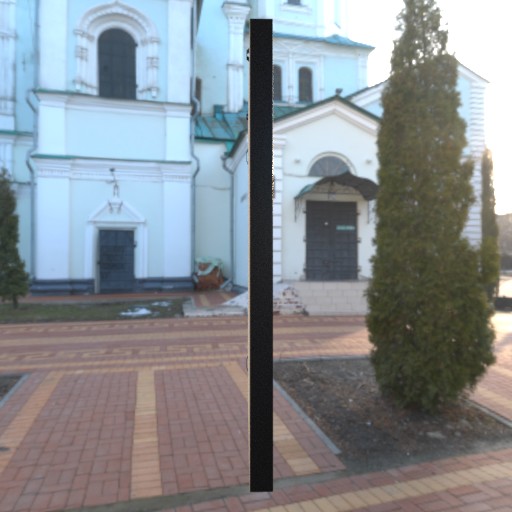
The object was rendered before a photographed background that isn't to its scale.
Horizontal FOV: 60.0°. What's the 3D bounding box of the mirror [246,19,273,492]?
[{"bbox_3d":[0.000,0.000,0.918,0.040,0.710,0.507,0,-1,-1],"label":"mirror"}]
